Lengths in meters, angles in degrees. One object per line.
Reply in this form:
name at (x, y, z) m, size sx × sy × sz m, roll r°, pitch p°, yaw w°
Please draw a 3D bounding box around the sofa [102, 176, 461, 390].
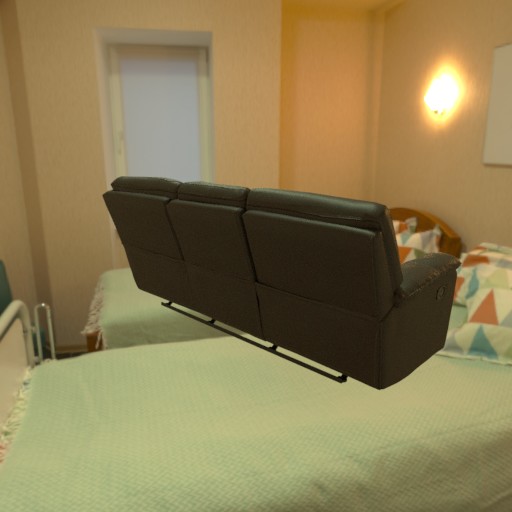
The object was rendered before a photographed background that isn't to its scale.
sofa at (0.000, 0.000, 3.284) m, size 2.627 × 1.134 × 1.104 m, roll 14°, pitch 20°, yaw 43°
